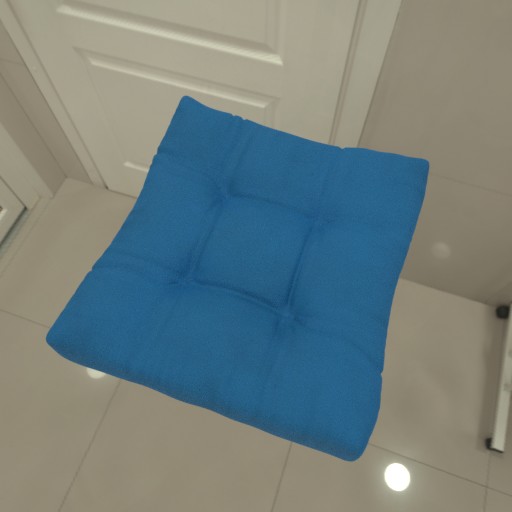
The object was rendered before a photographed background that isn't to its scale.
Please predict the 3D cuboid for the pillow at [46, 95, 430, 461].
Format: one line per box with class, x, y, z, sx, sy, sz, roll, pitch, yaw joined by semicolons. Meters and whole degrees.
pillow;0.000;0.000;0.708;0.468;0.128;0.490;17;65;8
